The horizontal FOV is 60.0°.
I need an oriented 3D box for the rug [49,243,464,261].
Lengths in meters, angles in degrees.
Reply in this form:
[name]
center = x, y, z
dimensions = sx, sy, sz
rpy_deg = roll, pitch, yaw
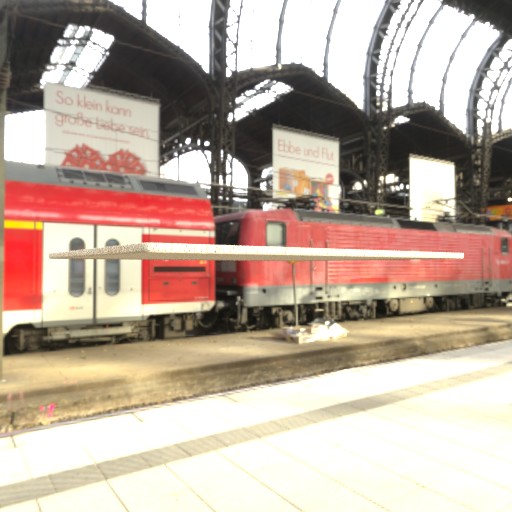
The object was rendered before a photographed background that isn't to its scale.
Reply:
[rug]
center = 0.000, 0.000, 2.114
dimensions = 1.600, 0.027, 1.200
rpy_deg = 1, -2, -36
